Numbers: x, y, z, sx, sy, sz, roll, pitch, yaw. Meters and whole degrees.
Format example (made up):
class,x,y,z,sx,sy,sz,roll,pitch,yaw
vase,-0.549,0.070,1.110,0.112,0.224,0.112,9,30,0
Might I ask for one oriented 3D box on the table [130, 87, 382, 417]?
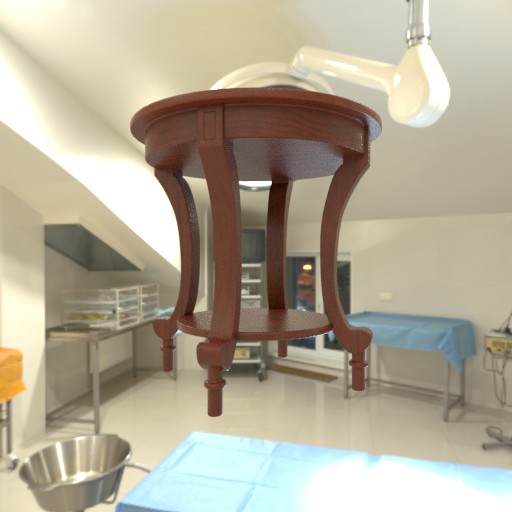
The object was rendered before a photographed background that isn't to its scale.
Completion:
class,x,y,z,sx,sy,sz,roll,pitch,yaw
table,0.000,0.000,1.095,0.597,0.612,0.597,0,1,0
